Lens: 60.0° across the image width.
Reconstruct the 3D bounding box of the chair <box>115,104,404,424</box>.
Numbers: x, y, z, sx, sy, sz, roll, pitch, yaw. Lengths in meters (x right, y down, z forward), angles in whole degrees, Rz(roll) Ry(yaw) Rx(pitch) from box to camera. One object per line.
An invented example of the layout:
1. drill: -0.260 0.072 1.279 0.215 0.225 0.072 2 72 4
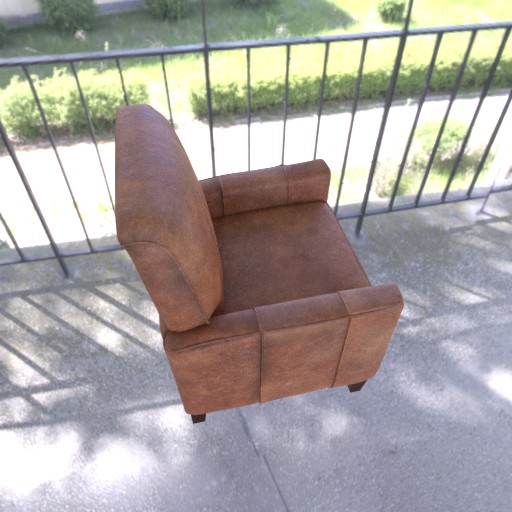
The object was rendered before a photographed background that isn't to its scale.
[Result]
1. chair: 0.000 0.000 1.693 0.836 1.043 0.843 -9 46 -9
